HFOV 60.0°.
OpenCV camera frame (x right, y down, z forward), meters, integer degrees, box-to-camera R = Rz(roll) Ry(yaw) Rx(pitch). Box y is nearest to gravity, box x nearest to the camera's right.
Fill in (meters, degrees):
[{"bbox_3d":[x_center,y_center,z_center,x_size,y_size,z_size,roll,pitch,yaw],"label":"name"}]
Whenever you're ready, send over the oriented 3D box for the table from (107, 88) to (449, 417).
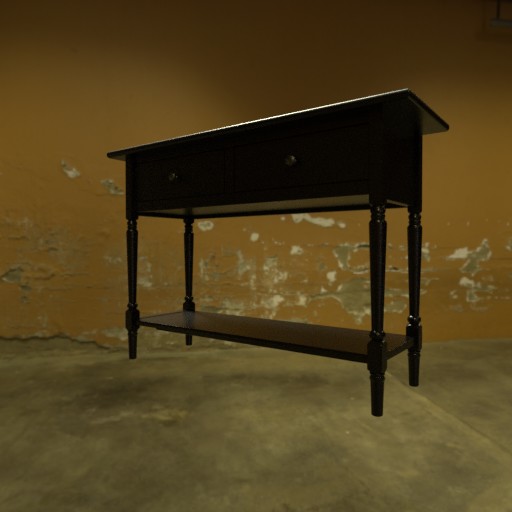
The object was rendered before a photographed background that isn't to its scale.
[{"bbox_3d":[0.000,0.000,1.564,1.191,0.819,0.386,1,1,37],"label":"table"}]
